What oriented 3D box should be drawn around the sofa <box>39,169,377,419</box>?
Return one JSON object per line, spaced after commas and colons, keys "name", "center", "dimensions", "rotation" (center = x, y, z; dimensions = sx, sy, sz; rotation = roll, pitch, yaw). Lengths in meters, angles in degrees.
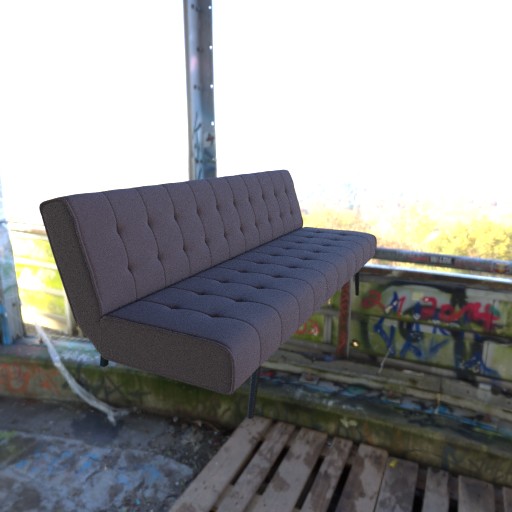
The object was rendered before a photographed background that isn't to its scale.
{"name": "sofa", "center": [0.000, 0.000, 2.045], "dimensions": [0.747, 0.699, 1.703], "rotation": [7, 16, 26]}
